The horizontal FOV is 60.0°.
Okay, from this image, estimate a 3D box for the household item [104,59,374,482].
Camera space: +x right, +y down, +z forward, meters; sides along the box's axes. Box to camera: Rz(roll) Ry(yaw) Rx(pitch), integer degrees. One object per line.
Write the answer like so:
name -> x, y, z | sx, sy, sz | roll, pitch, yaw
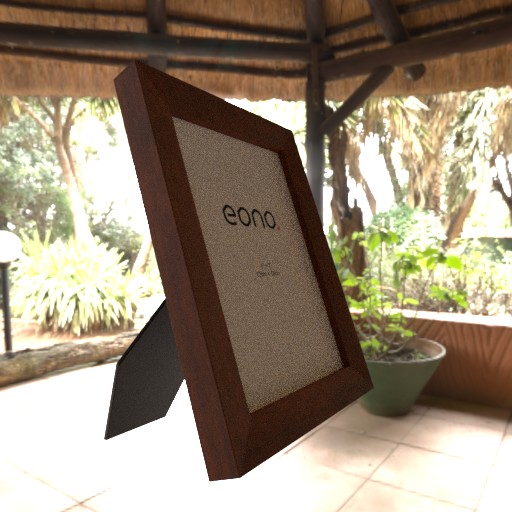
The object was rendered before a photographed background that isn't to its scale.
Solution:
household item -> 0.000, 0.000, 0.283 | 0.096, 0.204, 0.160 | 0, 0, 35
